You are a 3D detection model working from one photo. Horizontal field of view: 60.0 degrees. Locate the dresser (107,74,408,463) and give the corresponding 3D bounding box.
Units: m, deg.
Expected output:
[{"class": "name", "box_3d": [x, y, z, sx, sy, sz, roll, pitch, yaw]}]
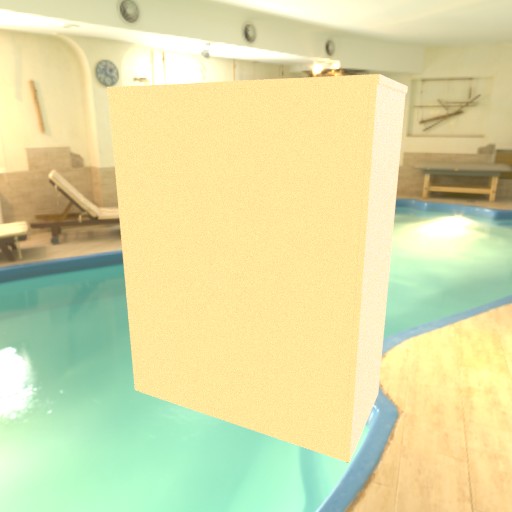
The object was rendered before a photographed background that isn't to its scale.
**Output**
[{"class": "dresser", "box_3d": [0.000, 0.000, 1.453, 0.800, 1.040, 0.380, 8, 19, 26]}]
